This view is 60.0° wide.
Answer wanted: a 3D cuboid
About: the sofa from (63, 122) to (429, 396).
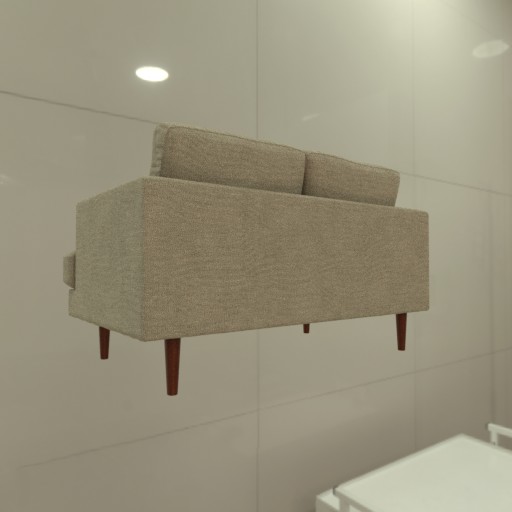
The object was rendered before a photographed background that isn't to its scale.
[{"bbox_3d":[0.000,0.000,2.159,1.582,0.944,0.903,1,-1,-37],"label":"sofa"}]
